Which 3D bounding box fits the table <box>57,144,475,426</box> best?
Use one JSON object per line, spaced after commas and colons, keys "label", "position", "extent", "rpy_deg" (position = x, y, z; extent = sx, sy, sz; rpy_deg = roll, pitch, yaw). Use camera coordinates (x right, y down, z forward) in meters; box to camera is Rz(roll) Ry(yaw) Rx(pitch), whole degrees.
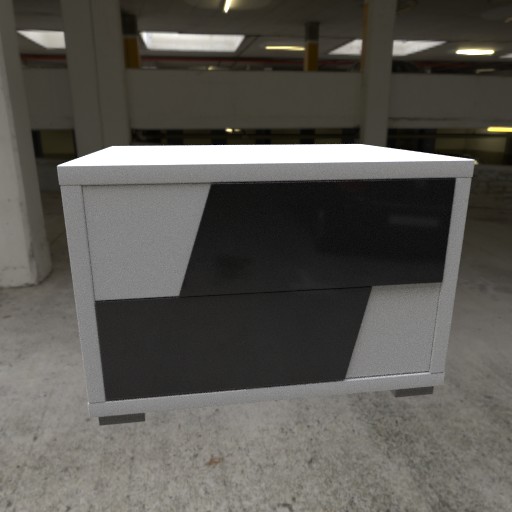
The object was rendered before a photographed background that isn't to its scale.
{"label": "table", "position": [0.000, 0.000, 0.779], "extent": [0.517, 0.357, 0.399], "rpy_deg": [-3, 17, -8]}
